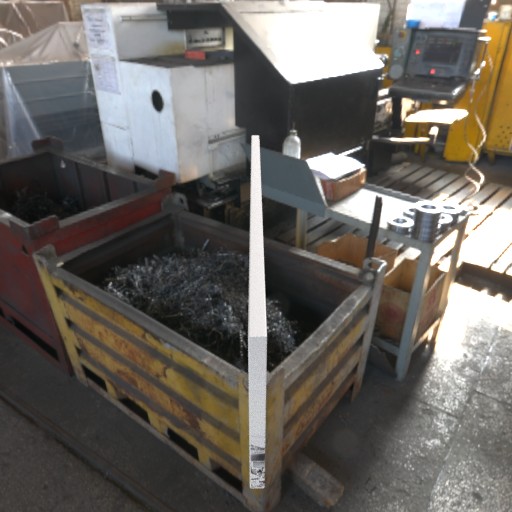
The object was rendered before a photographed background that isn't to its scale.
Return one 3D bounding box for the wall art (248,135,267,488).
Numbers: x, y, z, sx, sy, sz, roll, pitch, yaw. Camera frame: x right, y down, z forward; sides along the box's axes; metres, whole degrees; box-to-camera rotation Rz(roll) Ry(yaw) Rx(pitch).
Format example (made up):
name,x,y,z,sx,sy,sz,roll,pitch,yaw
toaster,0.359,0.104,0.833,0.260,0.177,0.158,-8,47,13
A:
name,x,y,z,sx,sy,sz,roll,pitch,yaw
wall art,0.000,0.000,1.676,0.039,0.507,1.520,0,30,0
